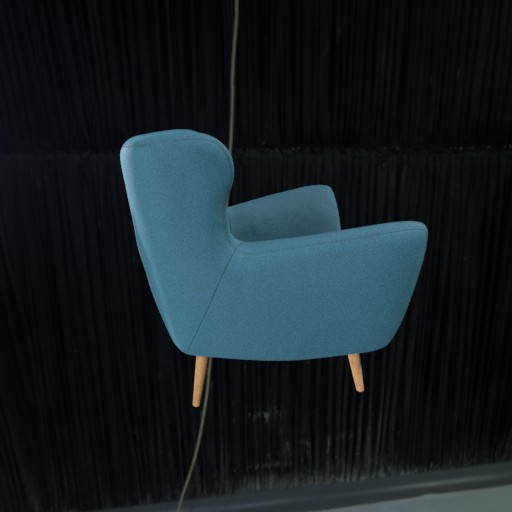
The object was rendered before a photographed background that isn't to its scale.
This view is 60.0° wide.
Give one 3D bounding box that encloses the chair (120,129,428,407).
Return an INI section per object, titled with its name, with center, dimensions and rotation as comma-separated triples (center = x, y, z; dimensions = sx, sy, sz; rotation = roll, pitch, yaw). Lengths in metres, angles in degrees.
[chair]
center = 0.000, 0.000, 1.629
dimensions = 0.889, 0.889, 0.890
rotation = -3, 17, -10
